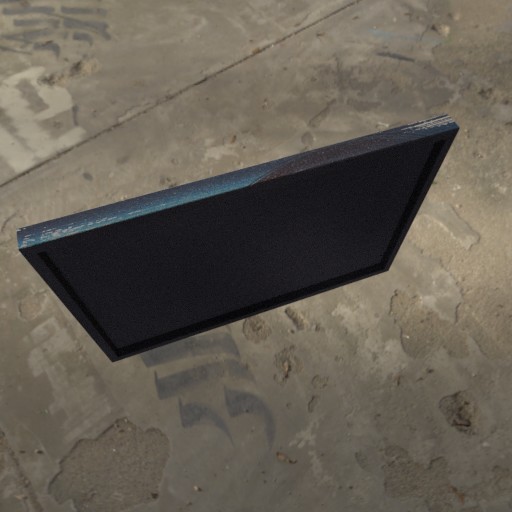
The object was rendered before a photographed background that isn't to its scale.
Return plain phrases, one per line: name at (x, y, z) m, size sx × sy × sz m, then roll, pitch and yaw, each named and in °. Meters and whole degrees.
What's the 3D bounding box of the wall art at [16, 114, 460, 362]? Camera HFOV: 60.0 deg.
wall art at (0.000, 0.000, 0.757) m, size 0.609 × 0.406 × 0.033 m, roll -17°, pitch 59°, yaw -10°
